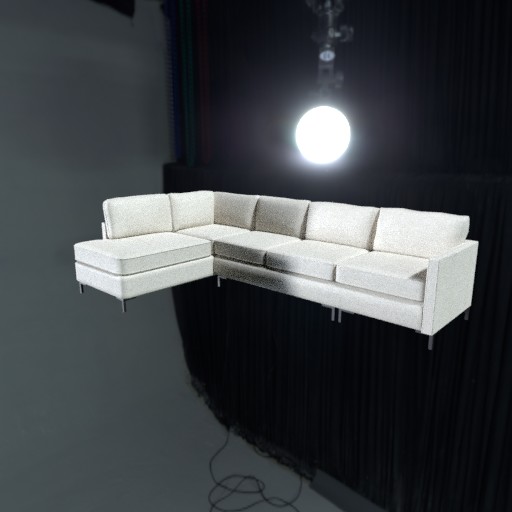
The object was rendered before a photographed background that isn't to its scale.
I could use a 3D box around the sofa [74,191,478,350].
[{"bbox_3d":[0.000,0.000,4.290,3.384,0.996,2.048,12,18,41],"label":"sofa"}]
